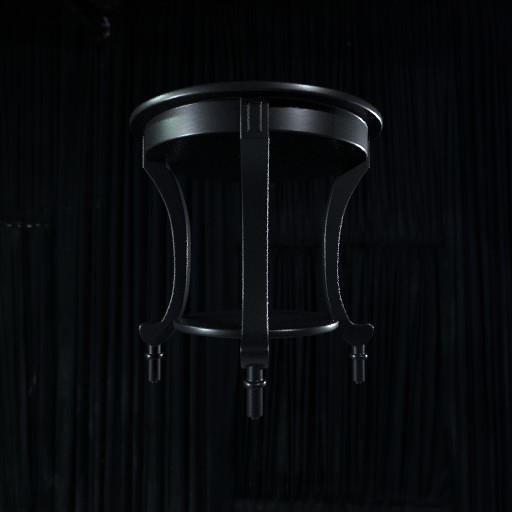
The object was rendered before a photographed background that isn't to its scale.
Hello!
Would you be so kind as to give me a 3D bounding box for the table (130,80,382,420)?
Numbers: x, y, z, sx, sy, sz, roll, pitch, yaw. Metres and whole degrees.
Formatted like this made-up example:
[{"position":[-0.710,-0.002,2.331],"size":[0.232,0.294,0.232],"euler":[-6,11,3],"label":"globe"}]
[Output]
[{"position":[0.000,0.000,1.084],"size":[0.597,0.618,0.597],"euler":[0,-1,0],"label":"table"}]
